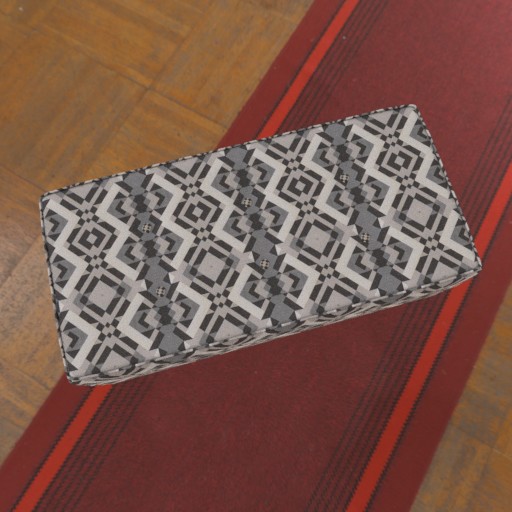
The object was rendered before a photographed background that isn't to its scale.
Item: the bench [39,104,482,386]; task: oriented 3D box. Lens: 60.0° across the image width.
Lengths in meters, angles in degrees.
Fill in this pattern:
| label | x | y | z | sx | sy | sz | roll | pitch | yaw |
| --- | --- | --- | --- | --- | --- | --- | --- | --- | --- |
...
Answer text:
| label | x | y | z | sx | sy | sz | roll | pitch | yaw |
| --- | --- | --- | --- | --- | --- | --- | --- | --- | --- |
| bench | 0.000 | 0.000 | 1.290 | 1.016 | 0.477 | 0.492 | -15 | 76 | -4 |
